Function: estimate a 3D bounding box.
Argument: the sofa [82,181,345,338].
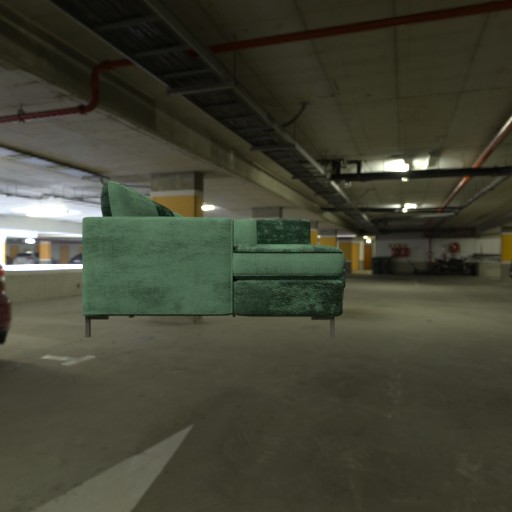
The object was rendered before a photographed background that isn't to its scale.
[{"bbox_3d":[0.000,0.000,4.330,2.055,0.992,3.434,0,0,0],"label":"sofa"}]
